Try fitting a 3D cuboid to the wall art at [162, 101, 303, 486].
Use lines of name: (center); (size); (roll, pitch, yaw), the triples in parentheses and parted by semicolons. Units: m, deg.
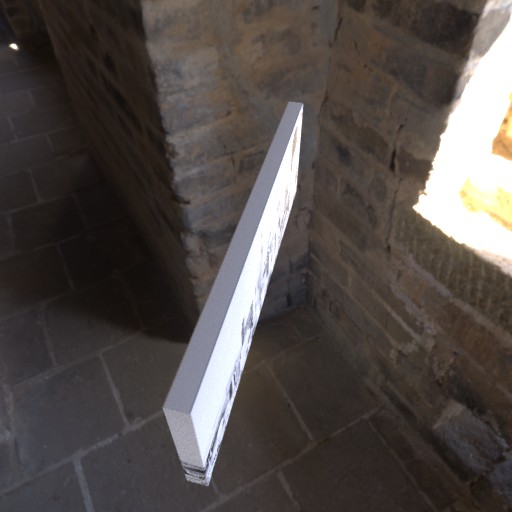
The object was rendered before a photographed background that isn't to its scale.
wall art: (0.000, 0.000, 0.861); (0.036, 0.256, 0.766); (10, 47, 10)
